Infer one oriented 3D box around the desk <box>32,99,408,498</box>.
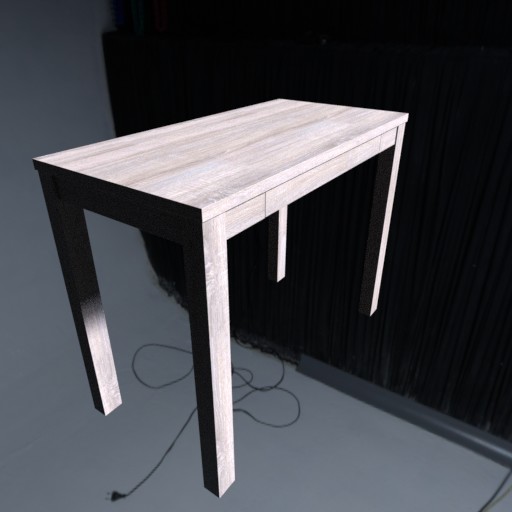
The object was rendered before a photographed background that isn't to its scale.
[{"bbox_3d":[0.000,0.000,1.377,0.495,0.762,0.991,19,34,31],"label":"desk"}]
